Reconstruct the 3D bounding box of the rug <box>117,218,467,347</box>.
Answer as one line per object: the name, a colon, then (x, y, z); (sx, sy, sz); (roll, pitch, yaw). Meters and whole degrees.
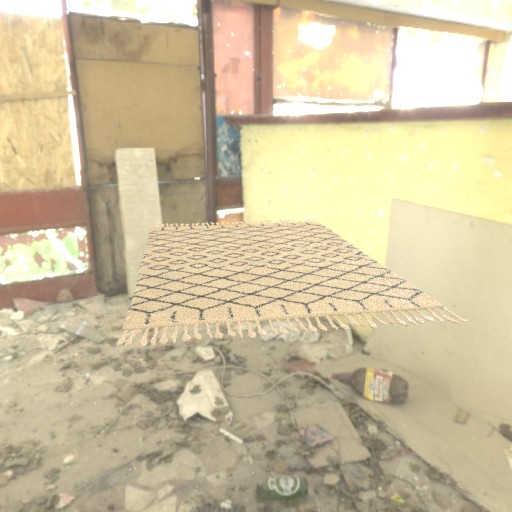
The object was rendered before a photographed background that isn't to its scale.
rug: (0.000, 0.000, 3.246); (1.664, 0.029, 2.615); (-3, 16, -9)
